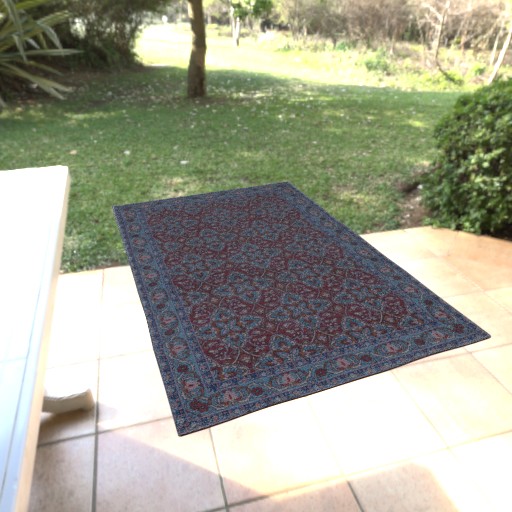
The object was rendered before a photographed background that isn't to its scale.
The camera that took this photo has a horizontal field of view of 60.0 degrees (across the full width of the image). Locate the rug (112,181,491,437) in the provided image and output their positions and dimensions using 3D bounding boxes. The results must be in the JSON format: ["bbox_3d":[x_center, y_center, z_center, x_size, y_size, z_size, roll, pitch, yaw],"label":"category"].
[{"bbox_3d":[0.000,0.000,2.233,1.219,0.009,1.829,-11,32,-19],"label":"rug"}]
